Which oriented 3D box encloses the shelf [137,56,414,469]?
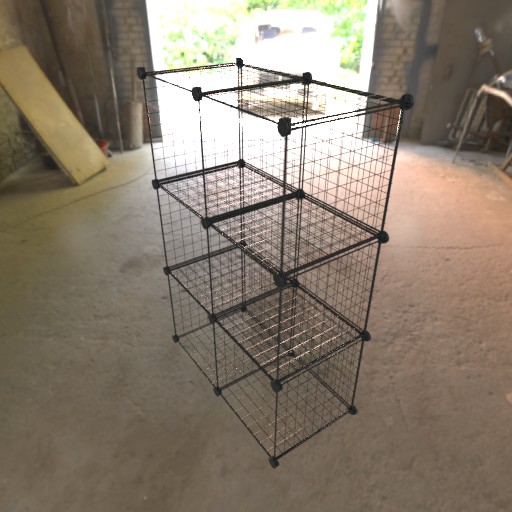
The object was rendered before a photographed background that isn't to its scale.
[{"bbox_3d":[0.000,0.000,1.414,0.356,1.067,0.711,-20,37,-29],"label":"shelf"}]
